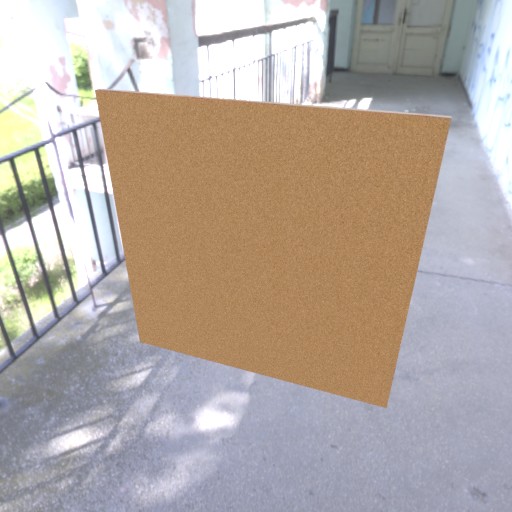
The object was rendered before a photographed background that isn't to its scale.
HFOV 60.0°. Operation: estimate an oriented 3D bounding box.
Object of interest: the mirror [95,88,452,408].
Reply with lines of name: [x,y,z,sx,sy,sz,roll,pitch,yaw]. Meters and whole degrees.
mirror: [0.000,0.000,1.183,0.804,0.804,0.061,11,33,17]
